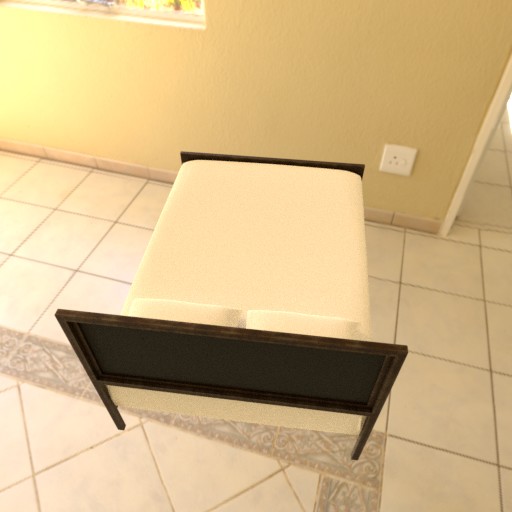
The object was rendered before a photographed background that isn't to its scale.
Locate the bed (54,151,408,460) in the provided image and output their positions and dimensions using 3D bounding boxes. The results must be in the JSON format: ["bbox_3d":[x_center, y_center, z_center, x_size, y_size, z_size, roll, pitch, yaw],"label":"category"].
[{"bbox_3d":[0.000,0.000,3.219,1.607,1.313,2.221,5,47,5],"label":"bed"}]
